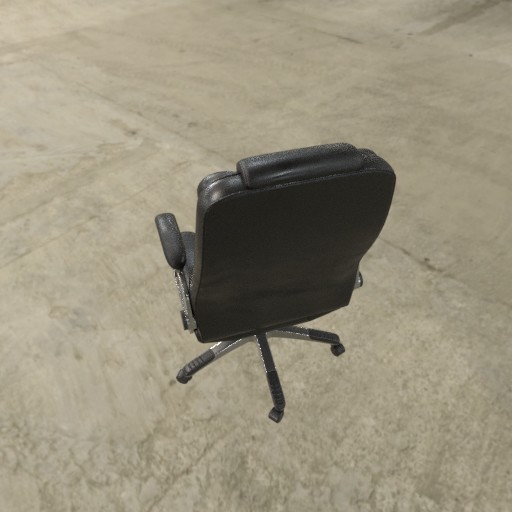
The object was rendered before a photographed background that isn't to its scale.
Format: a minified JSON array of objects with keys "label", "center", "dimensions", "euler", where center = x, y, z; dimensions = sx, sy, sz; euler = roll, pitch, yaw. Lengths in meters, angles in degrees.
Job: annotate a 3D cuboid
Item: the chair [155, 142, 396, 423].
[{"label":"chair","center":[0.000,0.000,1.527],"dimensions":[0.697,1.075,0.689],"euler":[-12,43,-13]}]
